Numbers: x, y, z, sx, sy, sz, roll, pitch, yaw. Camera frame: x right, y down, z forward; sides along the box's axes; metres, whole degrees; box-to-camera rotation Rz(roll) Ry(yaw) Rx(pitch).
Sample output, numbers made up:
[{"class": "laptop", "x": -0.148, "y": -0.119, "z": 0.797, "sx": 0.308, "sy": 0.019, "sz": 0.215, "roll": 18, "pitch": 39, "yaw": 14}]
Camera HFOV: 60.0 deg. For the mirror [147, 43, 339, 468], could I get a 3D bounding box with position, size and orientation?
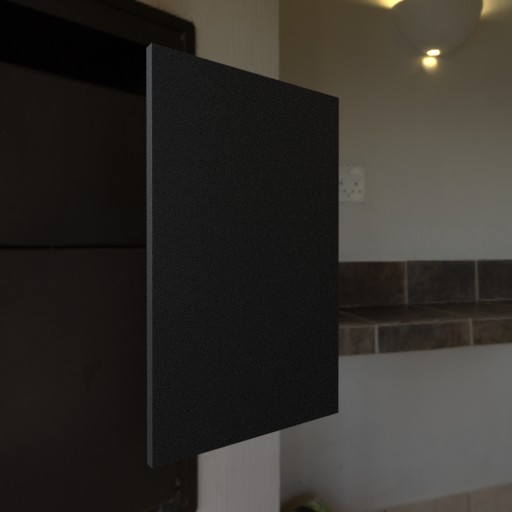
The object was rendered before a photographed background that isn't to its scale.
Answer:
[{"class": "mirror", "x": 0.000, "y": 0.000, "z": 1.508, "sx": 0.762, "sy": 1.219, "sz": 0.038, "roll": 0, "pitch": 0, "yaw": -36}]
